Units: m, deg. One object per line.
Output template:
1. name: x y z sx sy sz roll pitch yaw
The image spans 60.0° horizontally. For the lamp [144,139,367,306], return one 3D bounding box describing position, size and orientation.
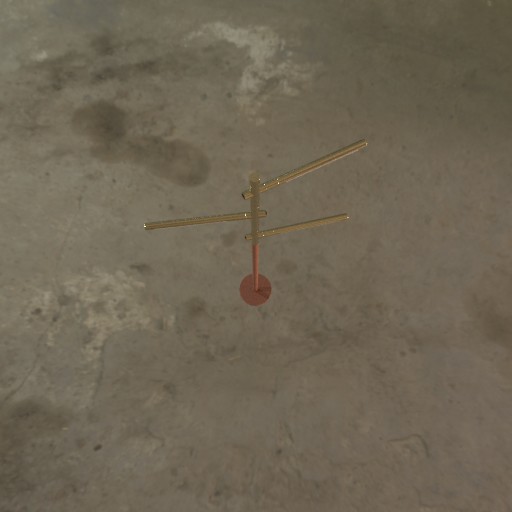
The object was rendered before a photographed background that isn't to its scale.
1. lamp: 0.000 0.000 2.041 0.737 1.704 0.209 -20 76 -5
